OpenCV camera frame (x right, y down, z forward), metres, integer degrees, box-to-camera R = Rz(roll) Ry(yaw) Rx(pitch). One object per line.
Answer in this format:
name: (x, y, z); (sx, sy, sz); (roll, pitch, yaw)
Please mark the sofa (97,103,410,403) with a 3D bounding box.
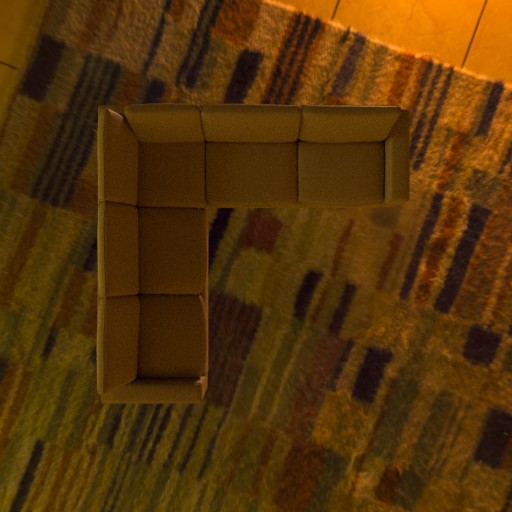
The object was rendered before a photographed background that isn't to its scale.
sofa: (0.000, 0.000, 4.016); (2.742, 0.800, 2.622); (0, 90, 0)
